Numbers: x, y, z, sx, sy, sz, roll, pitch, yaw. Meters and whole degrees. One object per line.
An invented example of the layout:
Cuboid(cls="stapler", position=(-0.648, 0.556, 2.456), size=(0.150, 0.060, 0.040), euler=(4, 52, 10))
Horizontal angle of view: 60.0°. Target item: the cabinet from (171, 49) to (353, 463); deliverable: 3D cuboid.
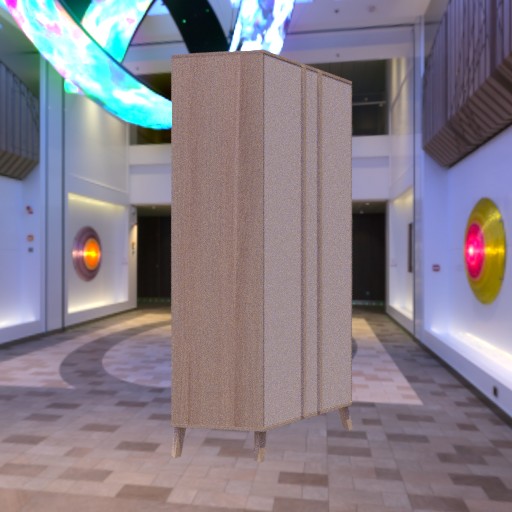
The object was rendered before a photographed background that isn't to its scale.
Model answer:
Cuboid(cls="cabinet", position=(0.000, 0.000, 2.665), size=(1.272, 1.957, 0.969), euler=(0, 0, -38))
